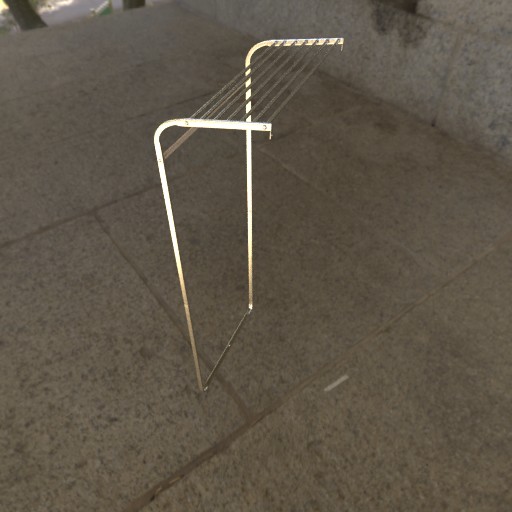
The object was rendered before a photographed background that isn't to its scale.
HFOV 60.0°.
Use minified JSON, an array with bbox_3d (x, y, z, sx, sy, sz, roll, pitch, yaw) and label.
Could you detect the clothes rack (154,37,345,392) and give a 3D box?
[{"bbox_3d":[0.000,0.000,1.828,0.349,1.574,0.609,18,48,17],"label":"clothes rack"}]
